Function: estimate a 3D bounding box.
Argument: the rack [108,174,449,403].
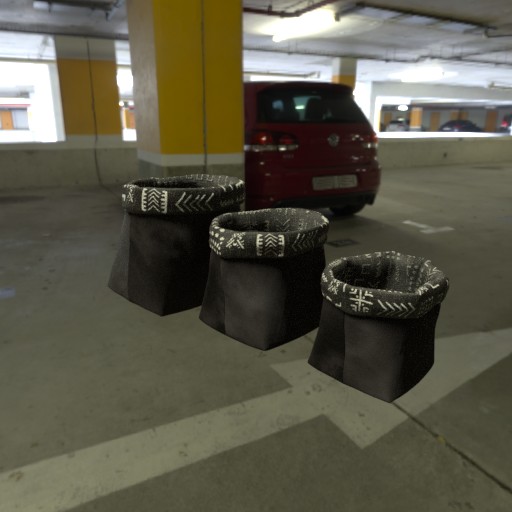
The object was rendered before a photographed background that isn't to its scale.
[{"bbox_3d":[0.000,0.000,1.087,0.905,0.323,0.379,16,23,42],"label":"rack"}]
